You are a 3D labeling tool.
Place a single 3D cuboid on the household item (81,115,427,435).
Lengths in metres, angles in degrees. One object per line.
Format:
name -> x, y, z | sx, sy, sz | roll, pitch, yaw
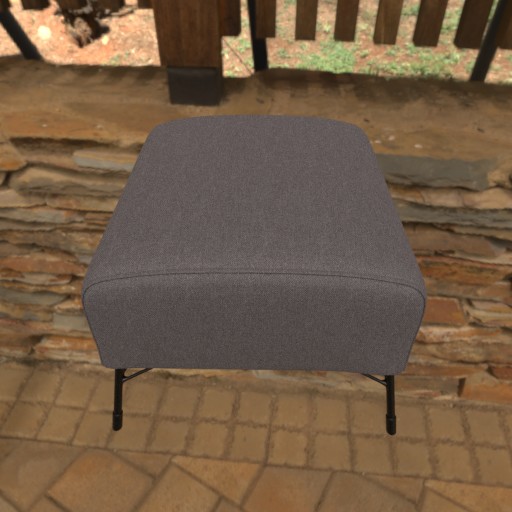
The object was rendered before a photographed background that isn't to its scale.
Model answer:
household item -> 0.000, 0.000, 0.887 | 0.530, 0.410, 0.530 | 1, 41, 1
